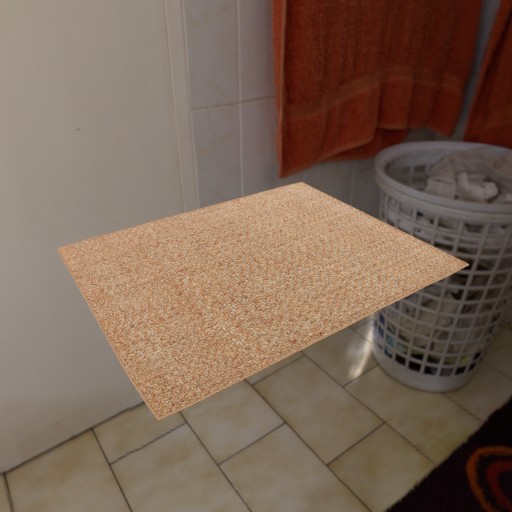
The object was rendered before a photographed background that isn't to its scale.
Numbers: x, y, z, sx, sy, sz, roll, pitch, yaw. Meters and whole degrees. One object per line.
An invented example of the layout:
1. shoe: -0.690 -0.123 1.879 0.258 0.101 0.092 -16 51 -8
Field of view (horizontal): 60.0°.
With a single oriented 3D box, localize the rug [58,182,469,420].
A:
1. rug: 0.000 0.000 4.142 3.048 0.013 2.439 -19 36 -29
